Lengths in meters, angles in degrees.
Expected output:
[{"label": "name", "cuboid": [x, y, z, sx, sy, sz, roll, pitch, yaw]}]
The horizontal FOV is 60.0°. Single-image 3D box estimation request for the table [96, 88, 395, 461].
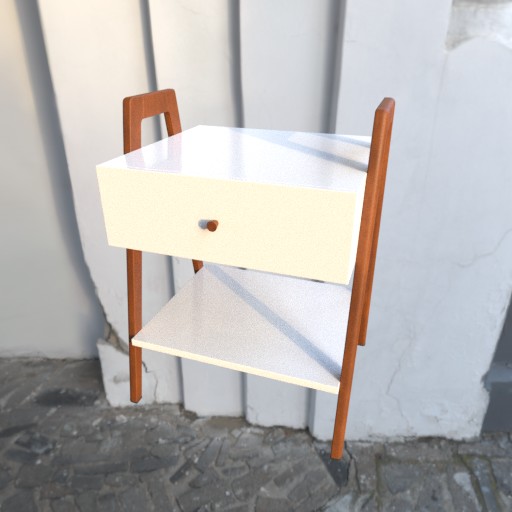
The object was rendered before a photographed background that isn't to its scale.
[{"label": "table", "cuboid": [0.000, 0.000, 0.902, 0.457, 0.610, 0.405, 9, 28, 17]}]
